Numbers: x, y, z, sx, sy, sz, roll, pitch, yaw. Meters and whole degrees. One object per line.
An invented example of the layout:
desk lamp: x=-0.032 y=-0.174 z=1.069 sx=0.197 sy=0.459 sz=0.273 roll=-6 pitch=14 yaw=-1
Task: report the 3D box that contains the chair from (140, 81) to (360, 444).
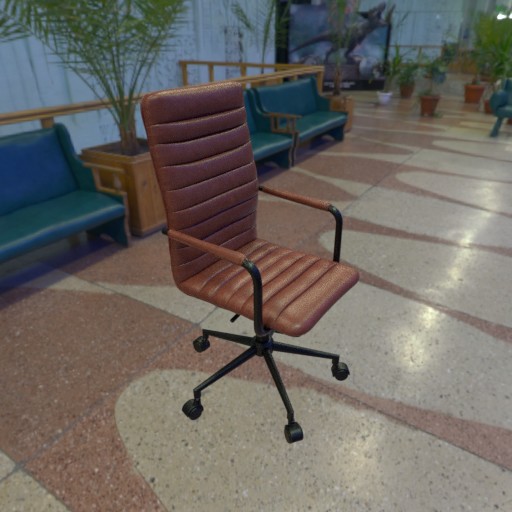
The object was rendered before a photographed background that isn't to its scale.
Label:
chair: x=0.000 y=0.000 z=1.391 sx=0.580 sy=0.979 sz=0.608 roll=18 pitch=32 yaw=31
